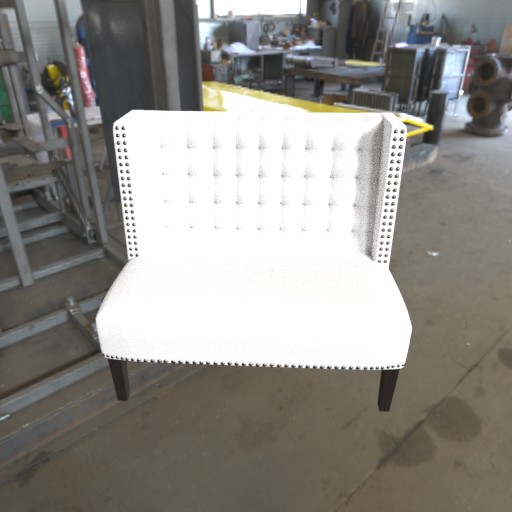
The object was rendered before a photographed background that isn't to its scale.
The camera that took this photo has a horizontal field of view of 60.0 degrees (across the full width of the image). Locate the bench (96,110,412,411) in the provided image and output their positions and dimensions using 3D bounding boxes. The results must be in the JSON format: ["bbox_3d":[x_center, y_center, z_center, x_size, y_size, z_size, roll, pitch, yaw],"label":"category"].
[{"bbox_3d":[0.000,0.000,2.028,1.280,1.123,0.847,1,29,3],"label":"bench"}]
